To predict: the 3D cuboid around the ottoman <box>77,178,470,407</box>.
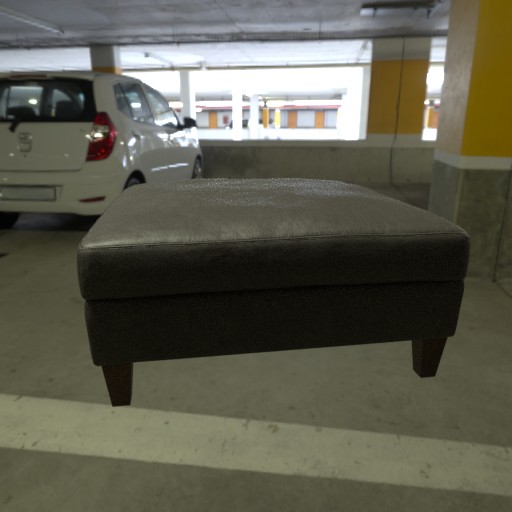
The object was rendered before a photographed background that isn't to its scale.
[{"bbox_3d":[0.000,0.000,1.306,0.836,0.415,0.844,-3,17,-9],"label":"ottoman"}]
